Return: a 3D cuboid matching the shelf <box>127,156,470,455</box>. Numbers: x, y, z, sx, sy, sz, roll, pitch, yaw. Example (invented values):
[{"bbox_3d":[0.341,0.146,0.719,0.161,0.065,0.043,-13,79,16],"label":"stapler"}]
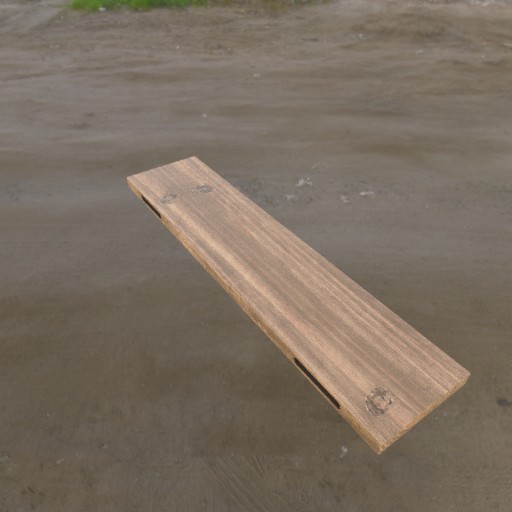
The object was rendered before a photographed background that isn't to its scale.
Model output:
[{"bbox_3d":[0.000,0.000,0.646,0.140,0.020,0.610,-25,46,-26],"label":"shelf"}]
